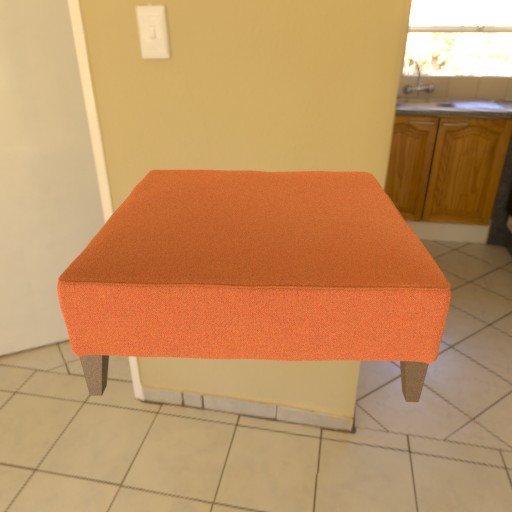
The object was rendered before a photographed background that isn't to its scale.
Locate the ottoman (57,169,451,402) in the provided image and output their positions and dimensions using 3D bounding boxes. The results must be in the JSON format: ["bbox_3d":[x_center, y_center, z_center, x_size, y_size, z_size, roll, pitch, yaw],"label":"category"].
[{"bbox_3d":[0.000,0.000,1.591,0.999,0.438,0.997,1,27,1],"label":"ottoman"}]
